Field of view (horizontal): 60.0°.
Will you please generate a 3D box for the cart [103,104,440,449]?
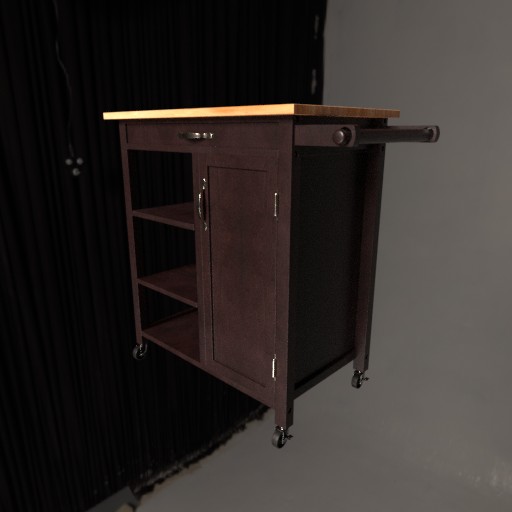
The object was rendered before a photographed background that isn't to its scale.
[{"bbox_3d":[0.000,0.000,1.414,0.914,0.878,0.472,15,22,42],"label":"cart"}]
